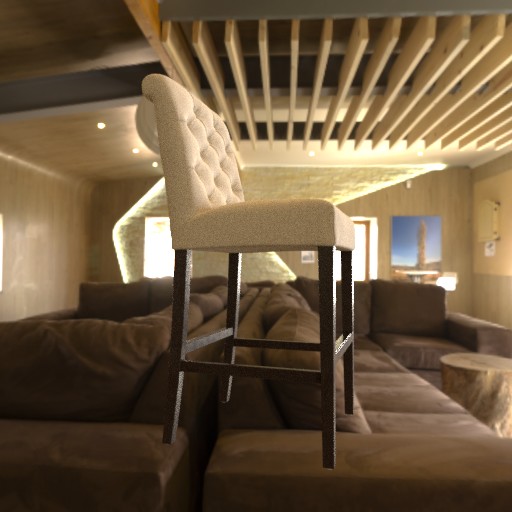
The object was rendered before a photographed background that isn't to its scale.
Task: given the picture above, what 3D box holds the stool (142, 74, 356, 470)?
[{"bbox_3d":[0.000,0.000,1.461,0.610,1.118,0.482,0,-1,19],"label":"stool"}]
